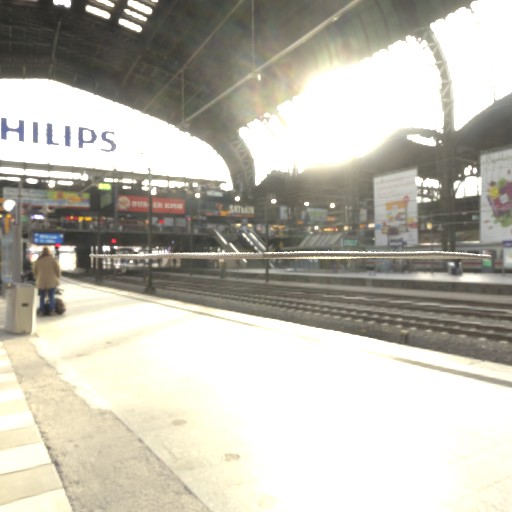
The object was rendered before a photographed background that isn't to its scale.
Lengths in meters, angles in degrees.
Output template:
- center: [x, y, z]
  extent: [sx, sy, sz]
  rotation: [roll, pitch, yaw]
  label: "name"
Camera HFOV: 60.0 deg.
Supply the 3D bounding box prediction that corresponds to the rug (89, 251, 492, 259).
- center: [0.000, 0.000, 2.336]
  extent: [1.252, 0.034, 1.829]
  rotation: [0, -1, -35]
  label: "rug"
